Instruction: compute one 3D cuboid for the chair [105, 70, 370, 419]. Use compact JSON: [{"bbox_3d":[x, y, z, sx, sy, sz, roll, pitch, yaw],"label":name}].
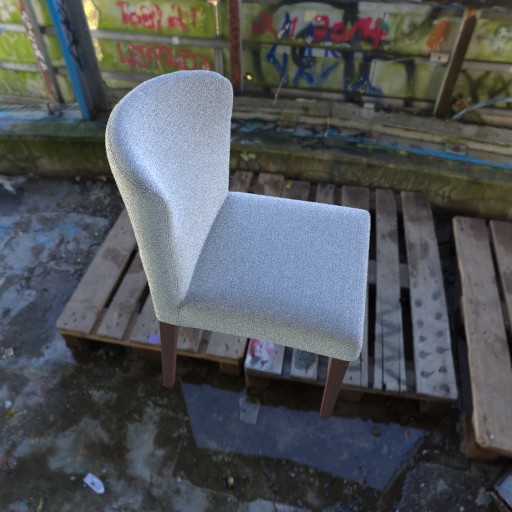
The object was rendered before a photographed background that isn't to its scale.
[{"bbox_3d":[0.000,0.000,1.187,0.589,0.839,0.491,9,47,9],"label":"chair"}]
